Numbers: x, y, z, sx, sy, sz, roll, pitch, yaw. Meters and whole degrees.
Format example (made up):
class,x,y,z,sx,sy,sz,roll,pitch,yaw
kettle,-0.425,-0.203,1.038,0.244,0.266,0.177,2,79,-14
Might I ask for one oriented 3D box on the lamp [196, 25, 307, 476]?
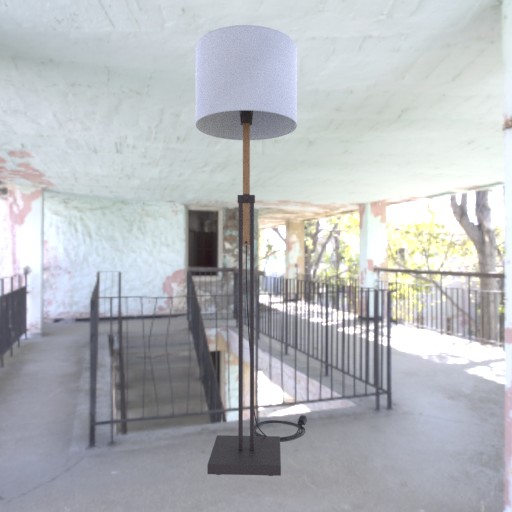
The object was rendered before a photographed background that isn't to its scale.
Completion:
class,x,y,z,sx,sy,sz,roll,pitch,yaw
lamp,0.000,0.000,1.899,0.474,1.650,0.639,0,0,2
